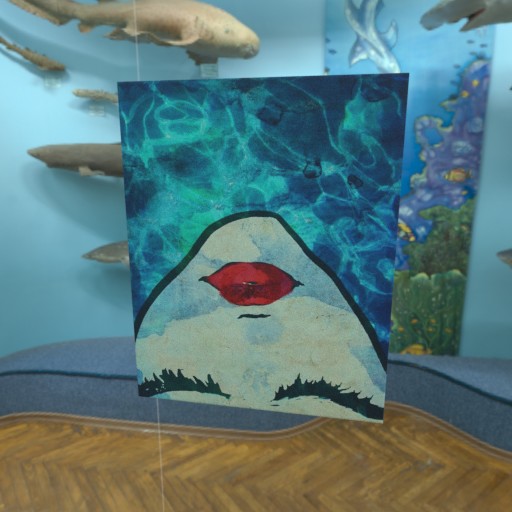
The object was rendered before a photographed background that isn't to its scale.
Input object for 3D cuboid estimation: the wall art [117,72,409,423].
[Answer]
[{"bbox_3d":[0.000,0.000,0.848,0.508,0.635,0.038,3,14,11],"label":"wall art"}]
